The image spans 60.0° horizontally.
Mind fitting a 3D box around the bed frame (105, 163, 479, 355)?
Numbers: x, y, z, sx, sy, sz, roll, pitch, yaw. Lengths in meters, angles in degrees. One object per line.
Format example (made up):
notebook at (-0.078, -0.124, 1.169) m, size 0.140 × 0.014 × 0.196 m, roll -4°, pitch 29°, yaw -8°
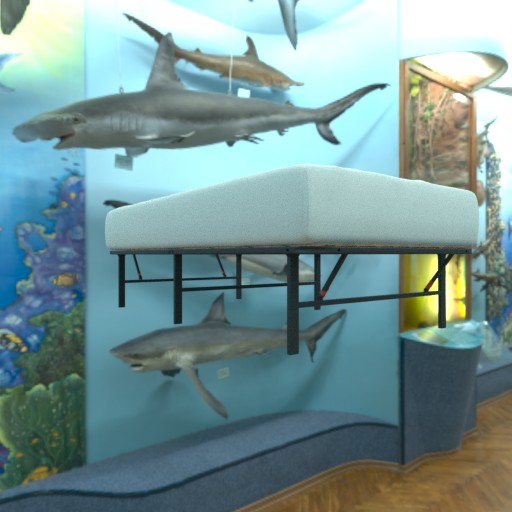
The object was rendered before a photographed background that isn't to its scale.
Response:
bed frame at (0.000, 0.000, 2.366) m, size 1.025 × 0.640 × 1.908 m, roll 0°, pitch 0°, yaw -36°
